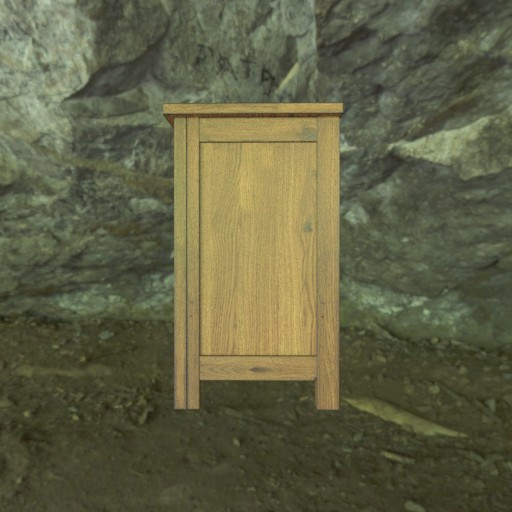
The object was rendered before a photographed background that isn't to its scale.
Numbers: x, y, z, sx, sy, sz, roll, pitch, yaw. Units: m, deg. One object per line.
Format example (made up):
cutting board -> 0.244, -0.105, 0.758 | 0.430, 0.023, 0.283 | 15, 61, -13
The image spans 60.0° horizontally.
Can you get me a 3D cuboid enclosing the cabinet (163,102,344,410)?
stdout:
cabinet -> 0.000, 0.000, 1.897 | 0.480, 0.813, 1.474 | 0, 0, 1
